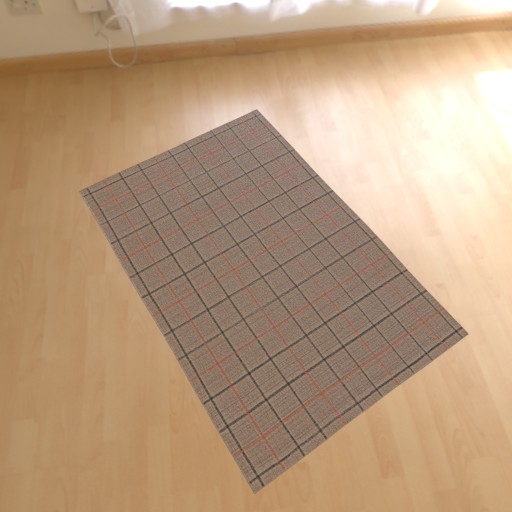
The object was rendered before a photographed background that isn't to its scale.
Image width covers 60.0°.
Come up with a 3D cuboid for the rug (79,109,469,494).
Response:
[{"bbox_3d":[0.000,0.000,2.322,1.220,0.013,1.829,-30,64,-16],"label":"rug"}]
